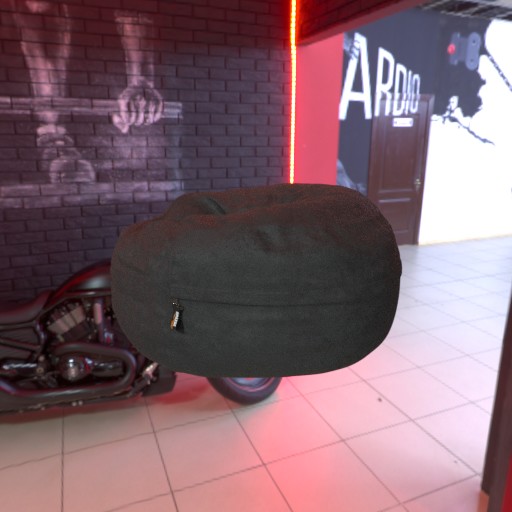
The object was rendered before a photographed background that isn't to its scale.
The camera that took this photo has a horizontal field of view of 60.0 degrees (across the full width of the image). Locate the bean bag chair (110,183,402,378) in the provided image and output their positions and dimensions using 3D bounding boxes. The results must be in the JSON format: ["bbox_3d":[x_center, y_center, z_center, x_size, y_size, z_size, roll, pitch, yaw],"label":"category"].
[{"bbox_3d":[0.000,0.000,2.430,1.525,0.751,1.525,0,15,0],"label":"bean bag chair"}]
